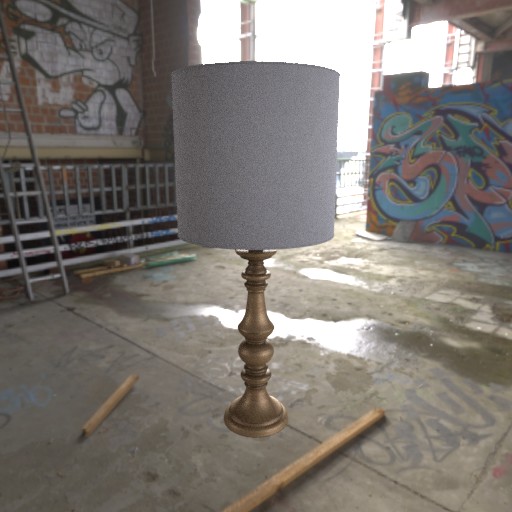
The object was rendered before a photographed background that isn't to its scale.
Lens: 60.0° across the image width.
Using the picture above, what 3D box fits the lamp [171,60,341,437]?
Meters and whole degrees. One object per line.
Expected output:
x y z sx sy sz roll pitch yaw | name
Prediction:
0.000 0.000 0.729 0.250 0.597 0.250 -7 15 -26 | lamp
